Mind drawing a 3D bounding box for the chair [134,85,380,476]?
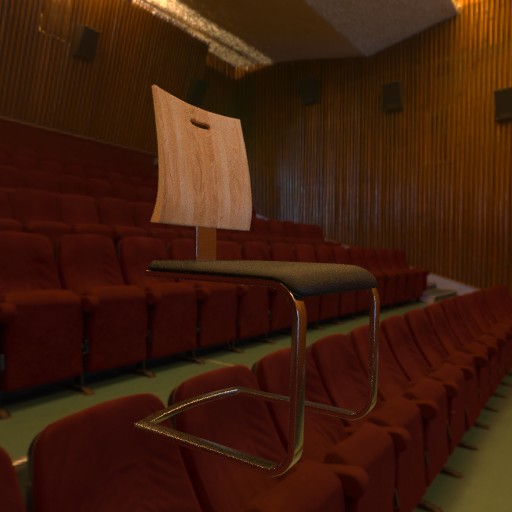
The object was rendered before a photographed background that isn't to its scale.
[{"bbox_3d":[0.000,0.000,1.235,0.560,0.936,0.462,0,-1,36],"label":"chair"}]
